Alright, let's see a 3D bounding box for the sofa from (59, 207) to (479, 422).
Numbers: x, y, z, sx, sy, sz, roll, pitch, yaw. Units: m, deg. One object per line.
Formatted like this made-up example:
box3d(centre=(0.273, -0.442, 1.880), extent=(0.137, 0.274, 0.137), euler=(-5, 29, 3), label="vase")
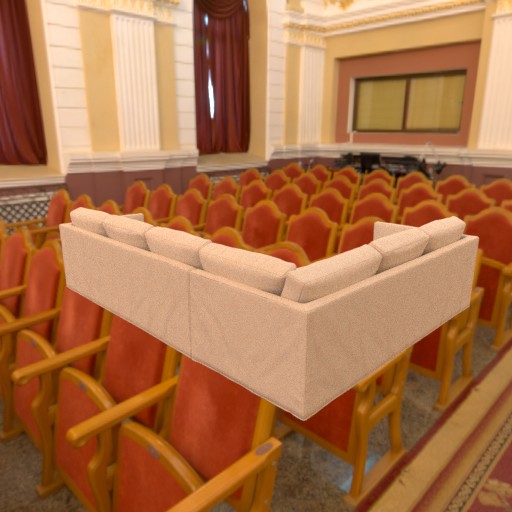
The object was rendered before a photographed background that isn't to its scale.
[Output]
box3d(centre=(0.000, 0.000, 4.242), extent=(2.432, 0.871, 3.182), euler=(-15, 22, -43), label="sofa")
